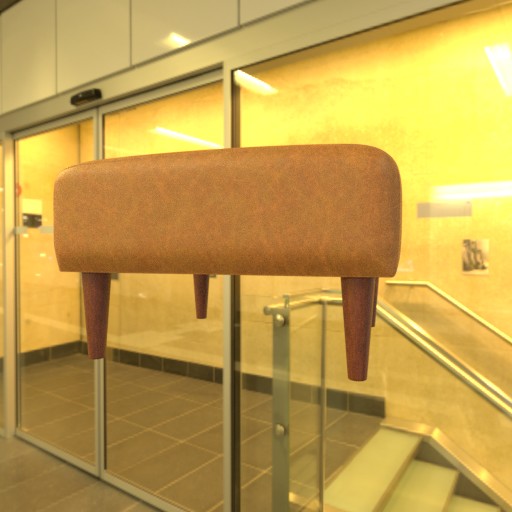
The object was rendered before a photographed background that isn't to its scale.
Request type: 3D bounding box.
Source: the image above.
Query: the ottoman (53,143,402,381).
[{"bbox_3d":[0.000,0.000,1.056,0.650,0.399,0.650,0,1,16],"label":"ottoman"}]
